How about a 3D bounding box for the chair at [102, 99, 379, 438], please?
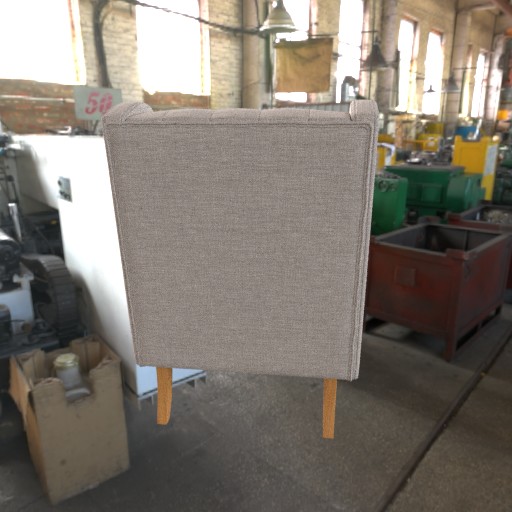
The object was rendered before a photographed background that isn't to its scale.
[{"bbox_3d":[0.000,0.000,1.443,0.710,0.930,0.760,2,16,7],"label":"chair"}]
